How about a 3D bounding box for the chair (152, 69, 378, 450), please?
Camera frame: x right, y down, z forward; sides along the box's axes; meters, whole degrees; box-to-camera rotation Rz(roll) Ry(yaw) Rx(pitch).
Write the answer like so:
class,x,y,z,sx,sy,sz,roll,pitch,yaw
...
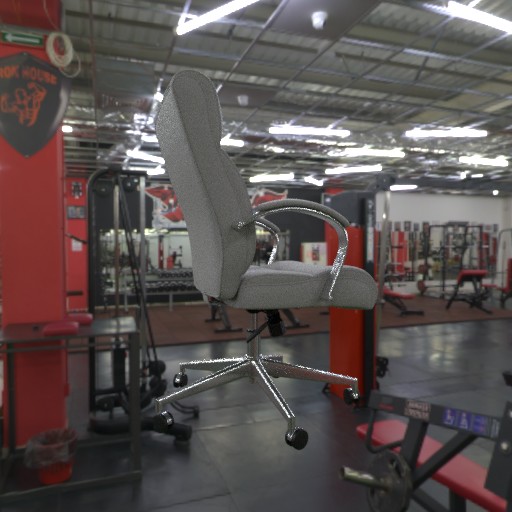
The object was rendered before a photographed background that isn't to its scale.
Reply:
class,x,y,z,sx,sy,sz,roll,pitch,yaw
chair,0.000,0.000,1.590,0.745,1.099,0.727,0,1,-17
